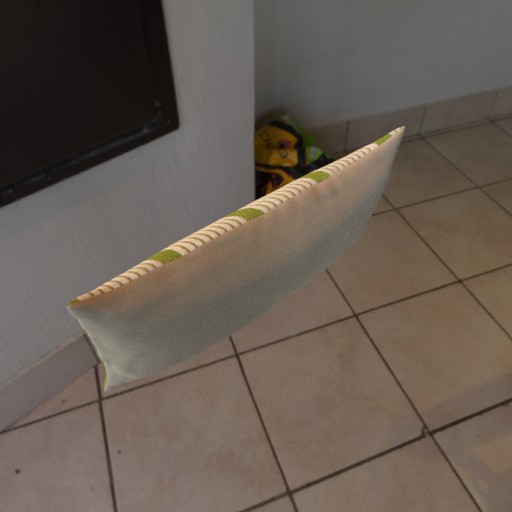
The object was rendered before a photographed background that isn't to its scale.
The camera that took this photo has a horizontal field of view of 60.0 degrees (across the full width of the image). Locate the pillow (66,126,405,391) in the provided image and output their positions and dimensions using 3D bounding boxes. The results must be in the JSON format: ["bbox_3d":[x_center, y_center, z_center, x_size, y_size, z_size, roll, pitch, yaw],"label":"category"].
[{"bbox_3d":[0.000,0.000,0.750,0.608,0.292,0.156,-31,54,-26],"label":"pillow"}]
